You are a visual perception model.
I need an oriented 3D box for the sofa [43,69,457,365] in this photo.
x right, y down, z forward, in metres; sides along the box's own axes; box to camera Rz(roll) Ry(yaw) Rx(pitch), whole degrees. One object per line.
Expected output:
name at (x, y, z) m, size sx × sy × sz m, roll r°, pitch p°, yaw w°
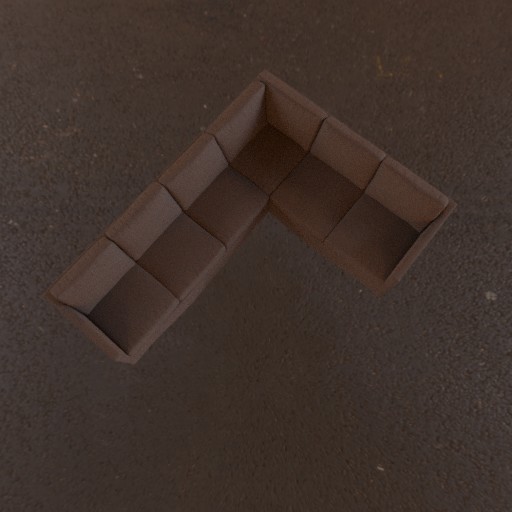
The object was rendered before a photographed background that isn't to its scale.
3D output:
sofa at (0.000, 0.000, 4.375) m, size 2.432 × 0.871 × 3.182 m, roll 39°, pitch 78°, yaw 10°
